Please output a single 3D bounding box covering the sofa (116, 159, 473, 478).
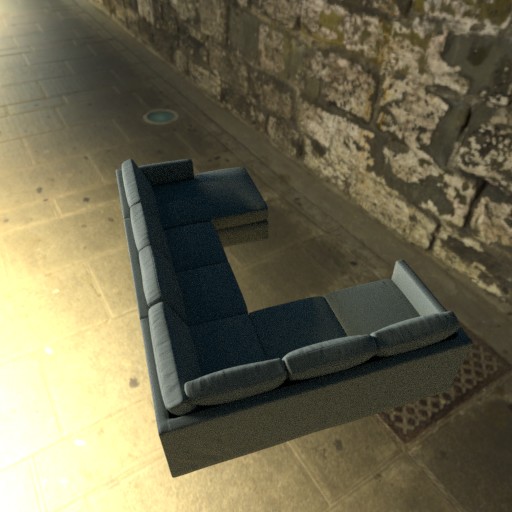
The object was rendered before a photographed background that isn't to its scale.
[{"bbox_3d":[0.000,0.000,4.507,2.427,0.882,3.460,-12,43,-13],"label":"sofa"}]
